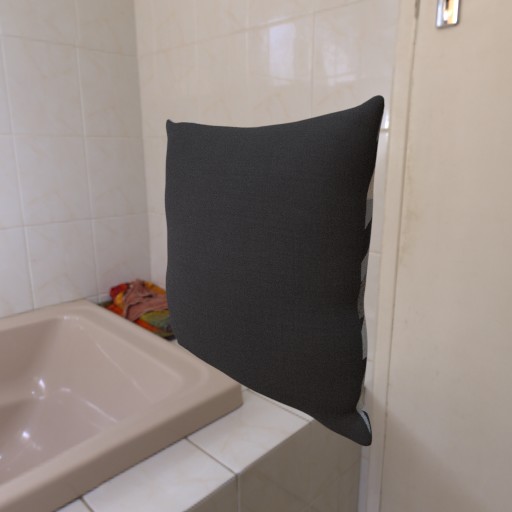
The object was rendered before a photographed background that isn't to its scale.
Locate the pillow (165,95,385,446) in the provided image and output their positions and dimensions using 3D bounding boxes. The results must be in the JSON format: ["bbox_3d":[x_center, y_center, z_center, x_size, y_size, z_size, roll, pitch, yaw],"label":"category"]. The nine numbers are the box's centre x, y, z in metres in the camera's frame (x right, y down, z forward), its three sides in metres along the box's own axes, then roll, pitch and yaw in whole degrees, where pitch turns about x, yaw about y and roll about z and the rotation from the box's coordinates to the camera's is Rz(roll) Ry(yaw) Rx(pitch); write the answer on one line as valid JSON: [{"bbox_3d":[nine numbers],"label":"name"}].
[{"bbox_3d":[0.000,0.000,0.778,0.208,0.496,0.503,-13,19,-42],"label":"pillow"}]
